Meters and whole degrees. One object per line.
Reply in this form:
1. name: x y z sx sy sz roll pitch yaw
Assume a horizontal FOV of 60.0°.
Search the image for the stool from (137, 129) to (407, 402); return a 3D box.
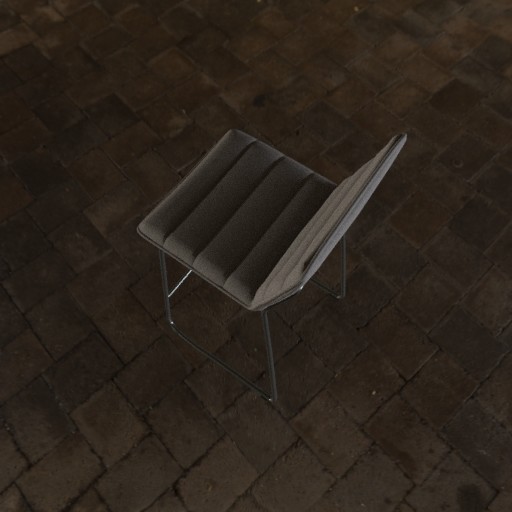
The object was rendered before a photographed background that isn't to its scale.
1. stool: 0.000 0.000 1.264 0.490 0.960 0.490 32 67 15
